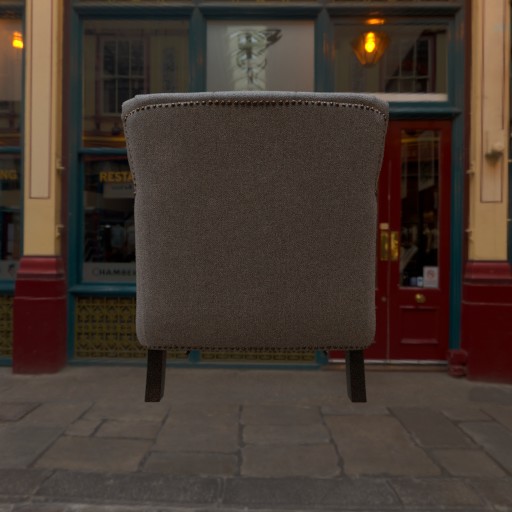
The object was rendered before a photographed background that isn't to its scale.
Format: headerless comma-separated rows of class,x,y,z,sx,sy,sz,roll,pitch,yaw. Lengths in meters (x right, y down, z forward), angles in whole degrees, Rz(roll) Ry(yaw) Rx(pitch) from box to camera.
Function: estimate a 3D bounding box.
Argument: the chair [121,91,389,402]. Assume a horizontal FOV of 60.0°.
chair,0.000,0.000,1.519,0.737,0.823,0.902,0,-1,0
